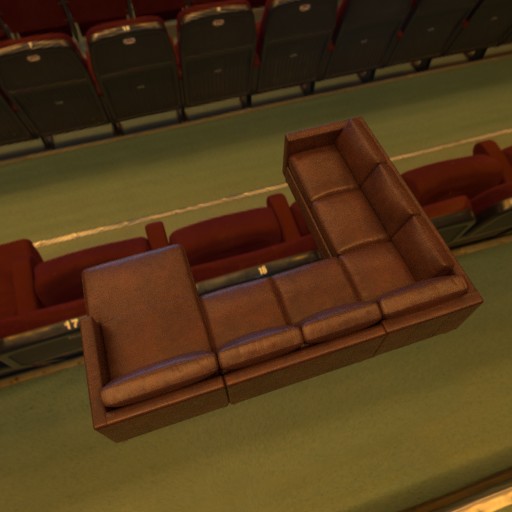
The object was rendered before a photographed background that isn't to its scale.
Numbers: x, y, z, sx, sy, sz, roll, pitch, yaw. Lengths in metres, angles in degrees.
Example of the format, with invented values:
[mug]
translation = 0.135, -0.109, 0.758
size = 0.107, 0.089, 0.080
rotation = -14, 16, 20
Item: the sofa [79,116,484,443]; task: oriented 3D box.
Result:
[sofa]
translation = 0.000, 0.000, 4.374
size = 3.324, 0.891, 2.452
rotation = -16, 60, -9
